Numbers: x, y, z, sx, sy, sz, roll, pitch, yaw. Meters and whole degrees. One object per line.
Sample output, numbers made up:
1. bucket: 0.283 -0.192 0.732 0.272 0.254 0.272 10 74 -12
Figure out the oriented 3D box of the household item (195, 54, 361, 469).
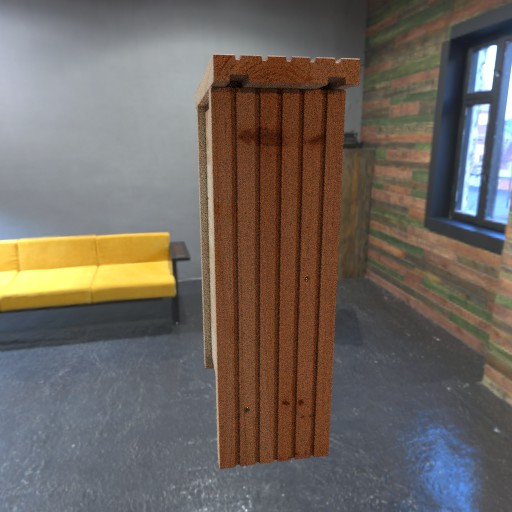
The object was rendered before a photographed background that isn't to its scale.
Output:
1. household item: 0.000 0.000 0.550 0.123 0.407 0.301 -3 15 -10
